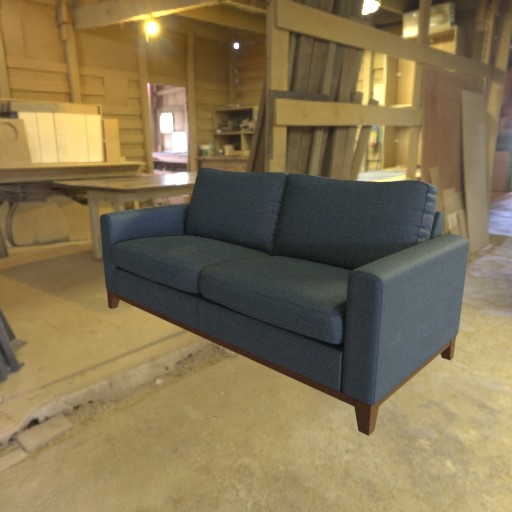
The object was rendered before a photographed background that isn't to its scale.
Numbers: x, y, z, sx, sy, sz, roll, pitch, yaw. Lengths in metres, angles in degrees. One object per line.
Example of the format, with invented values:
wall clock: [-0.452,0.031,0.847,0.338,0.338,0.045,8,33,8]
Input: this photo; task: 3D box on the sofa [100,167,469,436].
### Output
sofa: [0.000,0.000,2.407,1.900,0.865,0.877,13,20,42]
